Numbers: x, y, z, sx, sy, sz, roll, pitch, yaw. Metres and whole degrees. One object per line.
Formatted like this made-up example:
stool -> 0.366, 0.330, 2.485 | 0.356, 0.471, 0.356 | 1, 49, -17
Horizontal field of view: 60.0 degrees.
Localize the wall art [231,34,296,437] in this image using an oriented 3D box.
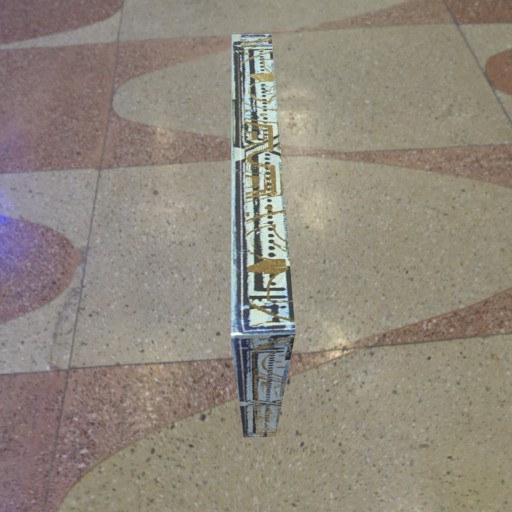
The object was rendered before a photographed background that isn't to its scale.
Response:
wall art -> 0.000, 0.000, 0.465 | 0.038, 0.306, 0.302 | -1, 57, -1
